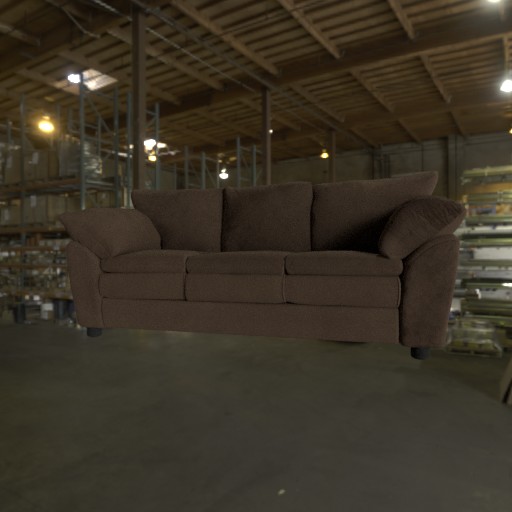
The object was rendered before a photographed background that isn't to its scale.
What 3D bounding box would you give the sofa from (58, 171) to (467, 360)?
[{"bbox_3d":[0.000,0.000,2.789,2.336,1.015,0.878,0,0,19],"label":"sofa"}]
